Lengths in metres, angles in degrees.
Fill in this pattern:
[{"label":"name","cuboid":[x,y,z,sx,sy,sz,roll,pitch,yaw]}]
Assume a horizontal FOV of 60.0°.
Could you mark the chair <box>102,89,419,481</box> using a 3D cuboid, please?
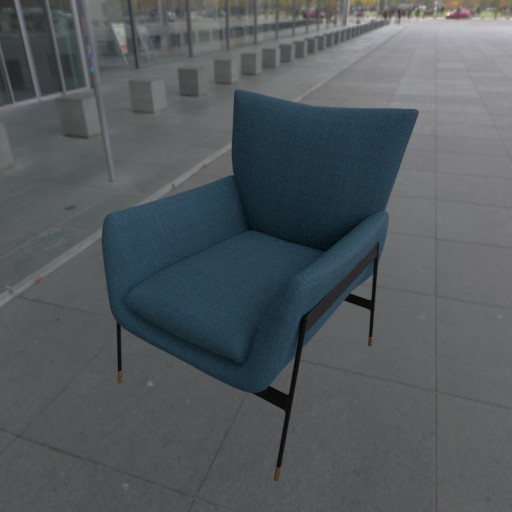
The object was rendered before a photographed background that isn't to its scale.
[{"label":"chair","cuboid":[0.000,0.000,1.405,0.678,0.859,0.769,19,34,30]}]
